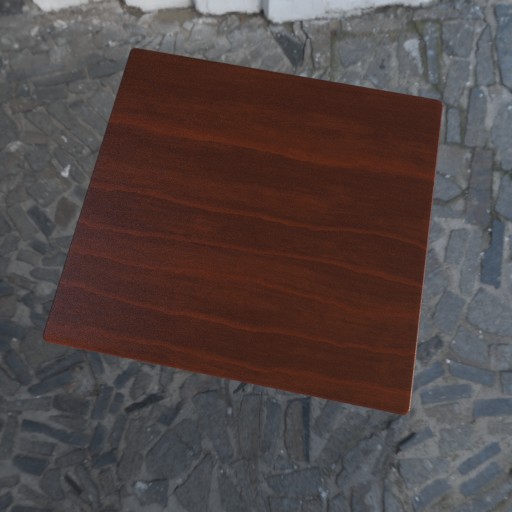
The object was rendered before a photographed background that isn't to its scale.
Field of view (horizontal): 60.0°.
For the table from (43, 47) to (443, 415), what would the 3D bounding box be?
[{"bbox_3d":[0.000,0.000,0.954,0.533,0.567,0.500,11,76,3],"label":"table"}]
